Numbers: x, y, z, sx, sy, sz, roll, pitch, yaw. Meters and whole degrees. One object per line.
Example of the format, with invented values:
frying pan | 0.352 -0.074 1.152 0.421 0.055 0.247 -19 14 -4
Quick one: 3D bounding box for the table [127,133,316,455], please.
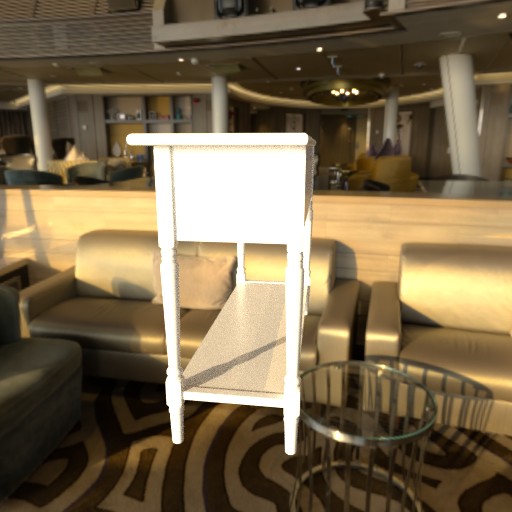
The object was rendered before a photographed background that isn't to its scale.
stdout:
table | 0.000 0.000 1.583 0.386 0.814 1.191 2 14 8
